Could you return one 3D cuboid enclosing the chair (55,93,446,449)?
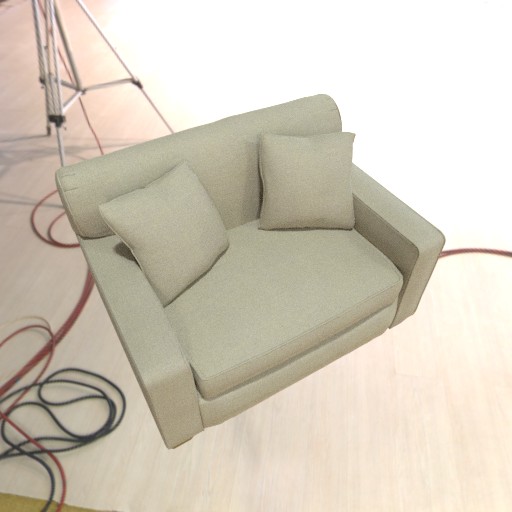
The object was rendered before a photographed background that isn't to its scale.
[{"bbox_3d":[0.000,0.000,2.052,1.383,0.948,1.000,-23,50,-21],"label":"chair"}]
